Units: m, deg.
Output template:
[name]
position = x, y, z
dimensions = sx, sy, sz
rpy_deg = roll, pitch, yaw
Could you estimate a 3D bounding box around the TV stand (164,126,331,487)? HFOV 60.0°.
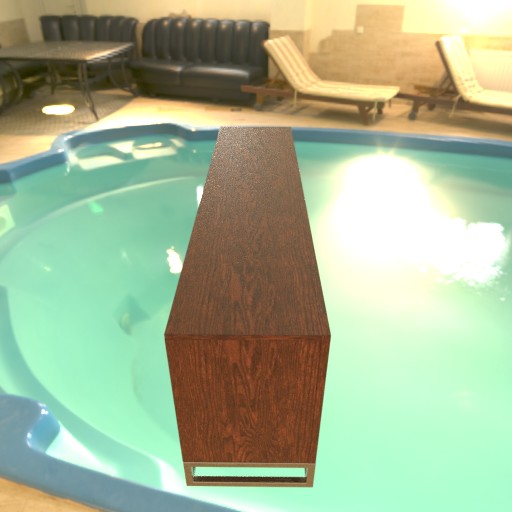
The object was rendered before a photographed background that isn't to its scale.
[TV stand]
position = 0.000, 0.000, 1.756
dimensions = 0.382, 0.578, 1.541
rpy_deg = 0, 32, 1
